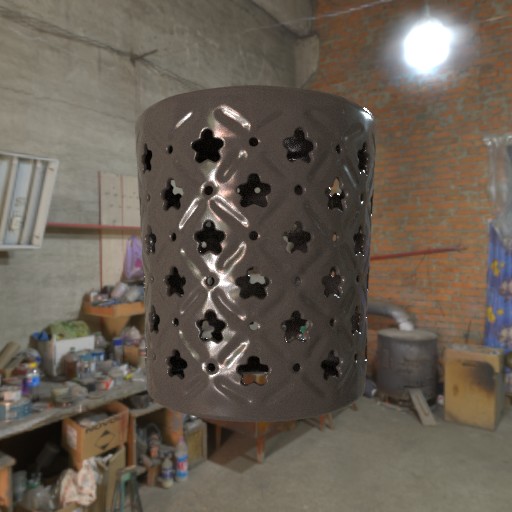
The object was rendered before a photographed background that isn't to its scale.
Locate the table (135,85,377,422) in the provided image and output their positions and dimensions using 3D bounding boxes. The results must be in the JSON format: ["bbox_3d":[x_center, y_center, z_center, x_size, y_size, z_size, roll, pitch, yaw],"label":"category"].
[{"bbox_3d":[0.000,0.000,0.664,0.352,0.387,0.352,0,-1,0],"label":"table"}]
